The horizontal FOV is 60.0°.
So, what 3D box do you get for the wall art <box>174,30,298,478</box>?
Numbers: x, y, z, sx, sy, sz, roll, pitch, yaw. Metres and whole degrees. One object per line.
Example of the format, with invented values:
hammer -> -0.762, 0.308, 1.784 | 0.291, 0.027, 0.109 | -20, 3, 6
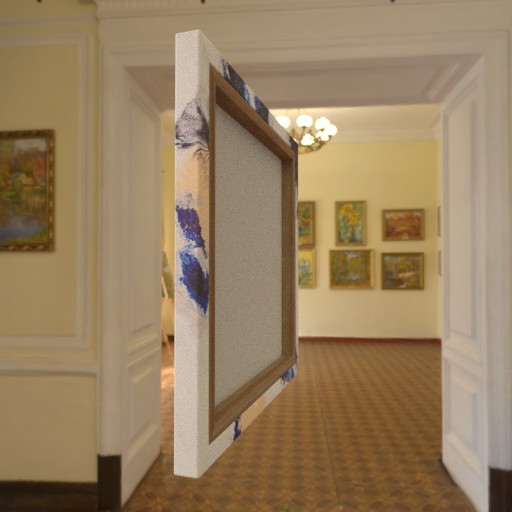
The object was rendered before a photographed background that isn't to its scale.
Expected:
wall art -> 0.000, 0.000, 0.892 | 0.039, 0.609, 0.609 | 0, -1, 18
